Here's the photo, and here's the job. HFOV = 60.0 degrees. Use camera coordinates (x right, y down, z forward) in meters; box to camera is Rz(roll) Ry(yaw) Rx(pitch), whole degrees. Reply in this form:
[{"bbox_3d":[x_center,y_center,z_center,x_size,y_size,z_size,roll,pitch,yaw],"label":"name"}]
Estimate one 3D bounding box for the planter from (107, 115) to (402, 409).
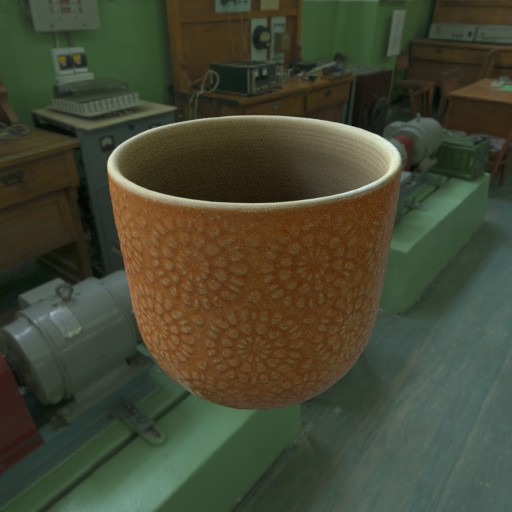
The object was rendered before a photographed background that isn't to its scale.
[{"bbox_3d":[0.000,0.000,0.293,0.170,0.152,0.170,0,31,0],"label":"planter"}]
